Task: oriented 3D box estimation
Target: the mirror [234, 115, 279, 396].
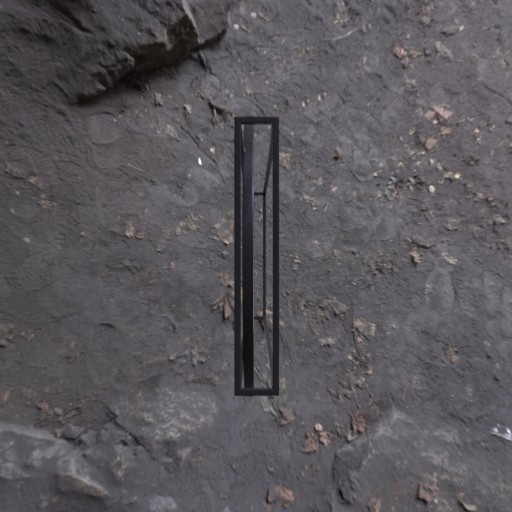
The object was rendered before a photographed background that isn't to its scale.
[{"bbox_3d":[0.000,0.000,0.801,0.051,0.603,0.508,0,90,0],"label":"mirror"}]
